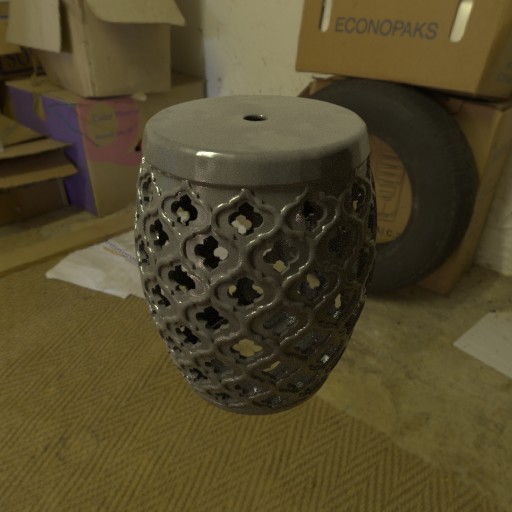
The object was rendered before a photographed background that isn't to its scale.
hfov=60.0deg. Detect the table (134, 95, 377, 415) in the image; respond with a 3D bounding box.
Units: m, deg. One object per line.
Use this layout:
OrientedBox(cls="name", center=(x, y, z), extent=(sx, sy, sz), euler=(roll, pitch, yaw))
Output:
OrientedBox(cls="table", center=(0.000, 0.000, 0.629), extent=(0.325, 0.388, 0.325), euler=(0, 32, 0))
